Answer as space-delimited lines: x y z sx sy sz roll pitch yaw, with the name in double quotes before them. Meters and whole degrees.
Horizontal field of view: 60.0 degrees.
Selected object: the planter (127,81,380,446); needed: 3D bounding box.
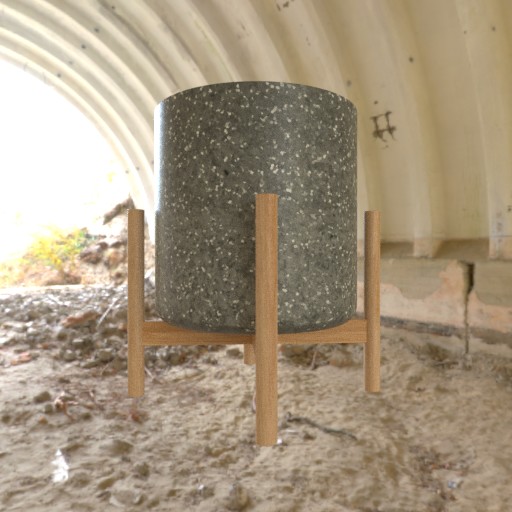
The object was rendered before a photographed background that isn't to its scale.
"planter" 0.000 0.000 0.681 0.360 0.419 0.360 0 0 19
